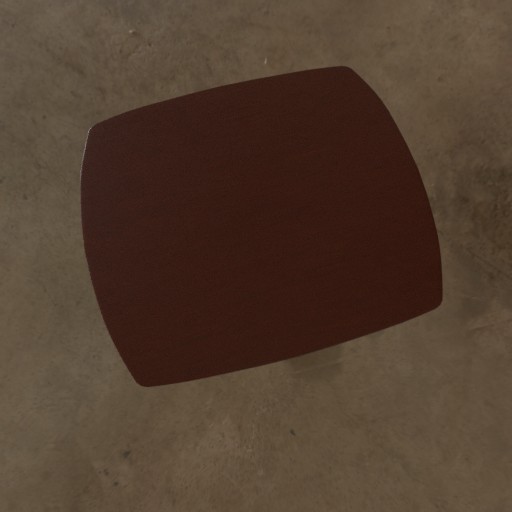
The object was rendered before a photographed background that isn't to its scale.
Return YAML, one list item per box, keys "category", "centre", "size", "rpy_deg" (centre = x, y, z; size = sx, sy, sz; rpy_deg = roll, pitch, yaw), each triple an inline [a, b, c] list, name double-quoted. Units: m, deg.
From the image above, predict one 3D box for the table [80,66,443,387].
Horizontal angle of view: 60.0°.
- category: "table"
  centre: [0.000, 0.000, 0.881]
  size: [0.502, 0.496, 0.433]
  rpy_deg: [-14, 74, -4]
